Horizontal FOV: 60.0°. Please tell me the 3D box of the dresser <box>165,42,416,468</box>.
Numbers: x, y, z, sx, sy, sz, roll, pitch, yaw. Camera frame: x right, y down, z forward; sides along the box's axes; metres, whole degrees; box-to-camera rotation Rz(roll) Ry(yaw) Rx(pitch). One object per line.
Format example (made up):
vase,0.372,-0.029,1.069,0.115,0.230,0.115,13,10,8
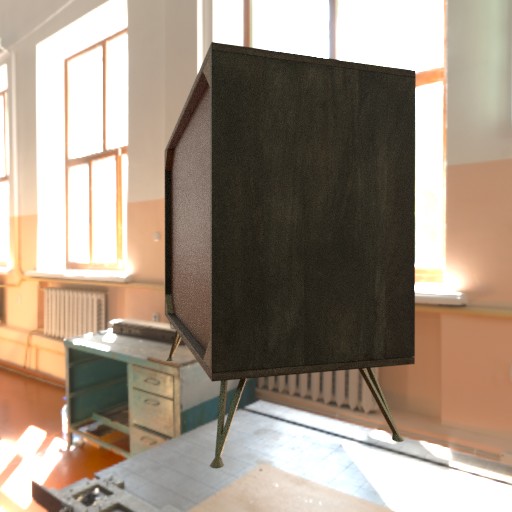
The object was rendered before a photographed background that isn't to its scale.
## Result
dresser,0.000,0.000,1.331,0.453,0.801,0.923,0,1,-17
